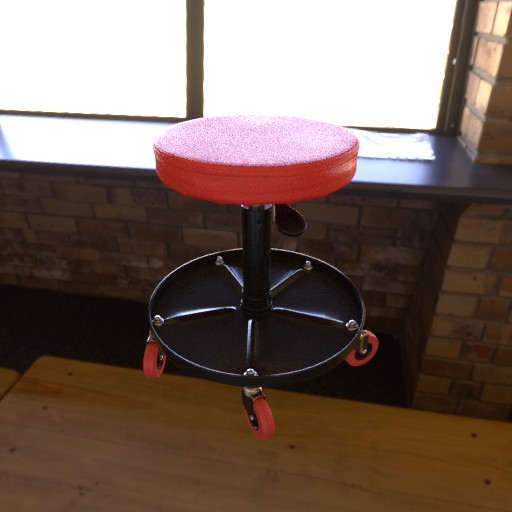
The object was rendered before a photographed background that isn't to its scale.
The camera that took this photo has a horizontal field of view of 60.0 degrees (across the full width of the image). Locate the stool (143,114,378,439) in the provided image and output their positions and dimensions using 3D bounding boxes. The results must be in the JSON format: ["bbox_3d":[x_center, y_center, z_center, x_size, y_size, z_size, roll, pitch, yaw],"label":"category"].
[{"bbox_3d":[0.000,0.000,0.674,0.381,0.365,0.382,-10,31,-18],"label":"stool"}]
